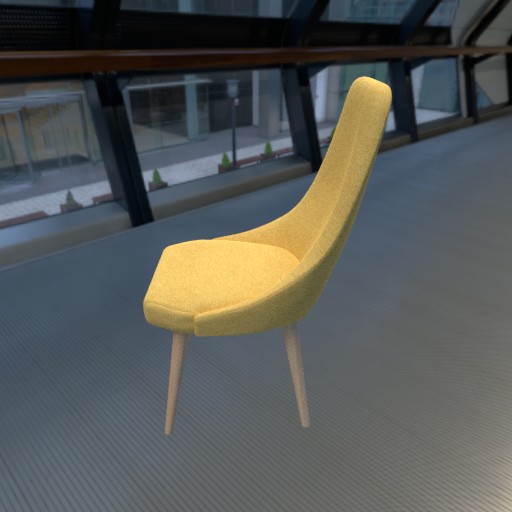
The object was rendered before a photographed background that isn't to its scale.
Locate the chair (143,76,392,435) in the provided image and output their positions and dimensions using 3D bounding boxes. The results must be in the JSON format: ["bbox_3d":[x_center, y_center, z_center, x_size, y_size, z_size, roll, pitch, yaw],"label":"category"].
[{"bbox_3d":[0.000,0.000,1.401,0.660,1.040,0.510,0,27,-1],"label":"chair"}]
